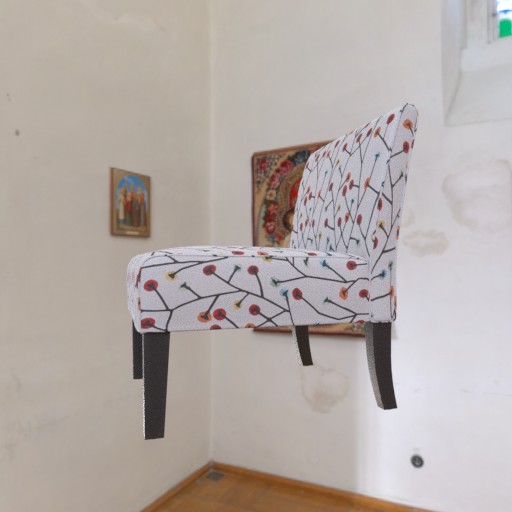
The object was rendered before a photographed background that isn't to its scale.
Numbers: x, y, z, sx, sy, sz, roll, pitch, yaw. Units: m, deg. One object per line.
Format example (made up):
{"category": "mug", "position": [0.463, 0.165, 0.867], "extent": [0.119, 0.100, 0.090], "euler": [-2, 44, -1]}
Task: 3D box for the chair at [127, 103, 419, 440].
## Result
{"category": "chair", "position": [0.000, 0.000, 1.336], "extent": [0.732, 0.813, 0.597], "euler": [0, -1, -18]}
